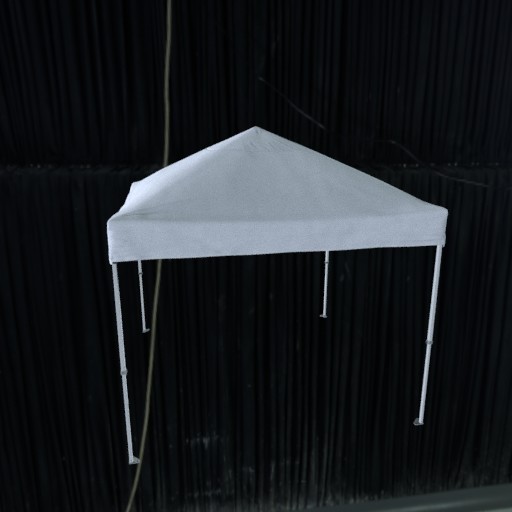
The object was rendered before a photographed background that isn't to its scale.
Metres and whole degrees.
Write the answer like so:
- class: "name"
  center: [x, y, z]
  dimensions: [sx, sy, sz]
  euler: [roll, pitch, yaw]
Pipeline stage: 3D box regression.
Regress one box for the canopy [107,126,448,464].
- class: "canopy"
  center: [0.000, 0.000, 5.342]
  dimensions: [2.998, 2.997, 2.996]
  euler: [-3, 15, -11]
